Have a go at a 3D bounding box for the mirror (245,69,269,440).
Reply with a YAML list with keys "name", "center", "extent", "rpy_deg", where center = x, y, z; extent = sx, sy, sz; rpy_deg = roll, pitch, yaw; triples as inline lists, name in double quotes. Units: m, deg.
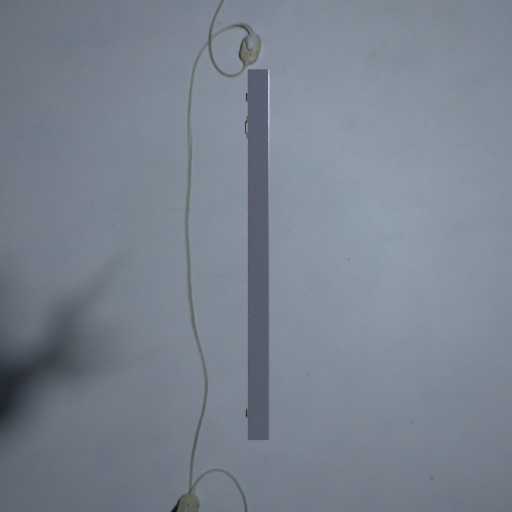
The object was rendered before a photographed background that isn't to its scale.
- name: "mirror"
  center: [0.000, 0.000, 1.185]
  extent: [0.040, 0.915, 0.609]
  rpy_deg: [0, 90, 0]
